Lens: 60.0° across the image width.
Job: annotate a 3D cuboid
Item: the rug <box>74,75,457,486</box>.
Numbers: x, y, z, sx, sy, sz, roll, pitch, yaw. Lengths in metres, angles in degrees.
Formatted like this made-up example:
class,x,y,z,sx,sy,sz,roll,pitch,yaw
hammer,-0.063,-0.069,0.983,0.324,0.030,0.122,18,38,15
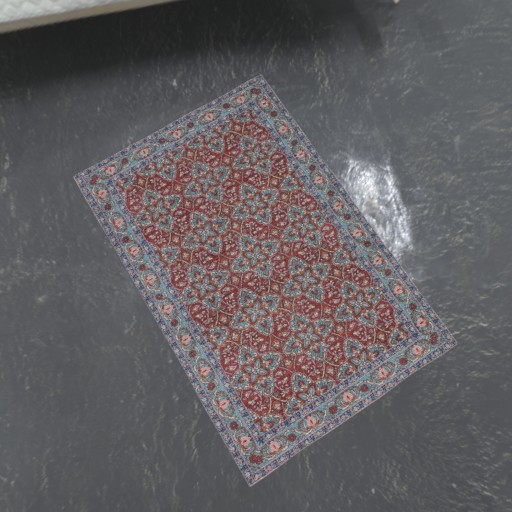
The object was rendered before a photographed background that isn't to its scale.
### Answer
class,x,y,z,sx,sy,sz,roll,pitch,yaw
rug,0.000,0.000,2.312,1.219,0.009,1.829,-31,78,-8
